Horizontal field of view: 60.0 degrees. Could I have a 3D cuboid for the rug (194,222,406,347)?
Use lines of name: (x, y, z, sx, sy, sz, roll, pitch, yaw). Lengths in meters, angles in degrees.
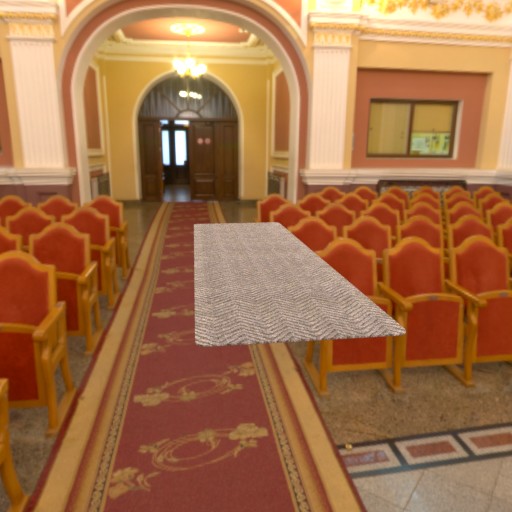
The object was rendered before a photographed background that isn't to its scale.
rug: (0.000, 0.000, 2.486, 0.686, 0.008, 2.286, -2, 14, -8)
